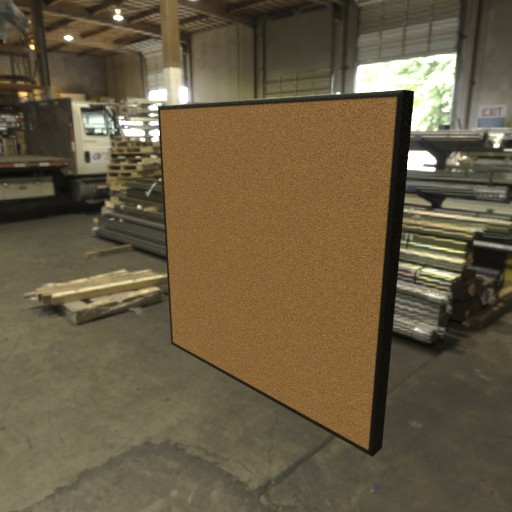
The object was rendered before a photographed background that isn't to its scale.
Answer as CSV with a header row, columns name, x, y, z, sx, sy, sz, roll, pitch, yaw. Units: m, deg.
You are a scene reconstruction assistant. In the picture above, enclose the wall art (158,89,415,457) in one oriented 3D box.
name,x,y,z,sx,sy,sz,roll,pitch,yaw
wall art,0.000,0.000,1.154,0.769,0.766,0.042,15,22,43
